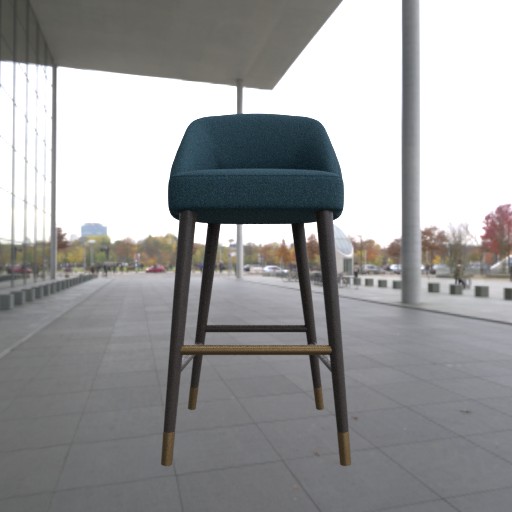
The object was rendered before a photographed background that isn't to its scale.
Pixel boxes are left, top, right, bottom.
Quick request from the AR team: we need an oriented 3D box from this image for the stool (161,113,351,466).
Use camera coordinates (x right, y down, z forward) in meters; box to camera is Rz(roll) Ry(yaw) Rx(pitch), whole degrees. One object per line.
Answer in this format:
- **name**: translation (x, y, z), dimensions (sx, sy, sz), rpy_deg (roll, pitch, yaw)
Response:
- **stool**: translation (0.000, 0.000, 1.343), dimensions (0.536, 1.032, 0.522), rpy_deg (0, -1, 0)
